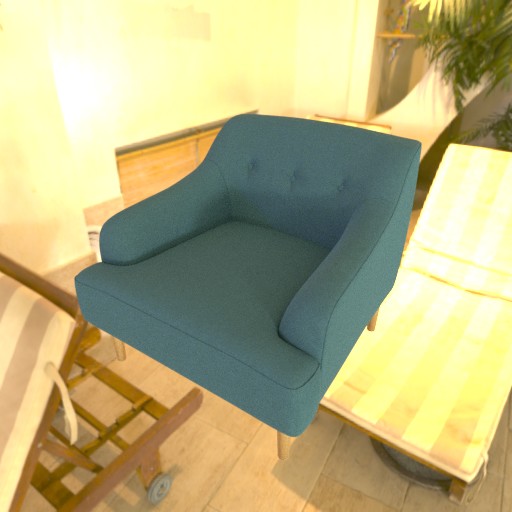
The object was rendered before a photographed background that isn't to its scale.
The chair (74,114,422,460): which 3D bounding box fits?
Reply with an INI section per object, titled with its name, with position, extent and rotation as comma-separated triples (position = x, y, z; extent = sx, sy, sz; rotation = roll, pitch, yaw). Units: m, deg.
[chair]
position = 0.000, 0.000, 1.631
extent = 0.946, 0.818, 0.951
rotation = 19, 35, 30
